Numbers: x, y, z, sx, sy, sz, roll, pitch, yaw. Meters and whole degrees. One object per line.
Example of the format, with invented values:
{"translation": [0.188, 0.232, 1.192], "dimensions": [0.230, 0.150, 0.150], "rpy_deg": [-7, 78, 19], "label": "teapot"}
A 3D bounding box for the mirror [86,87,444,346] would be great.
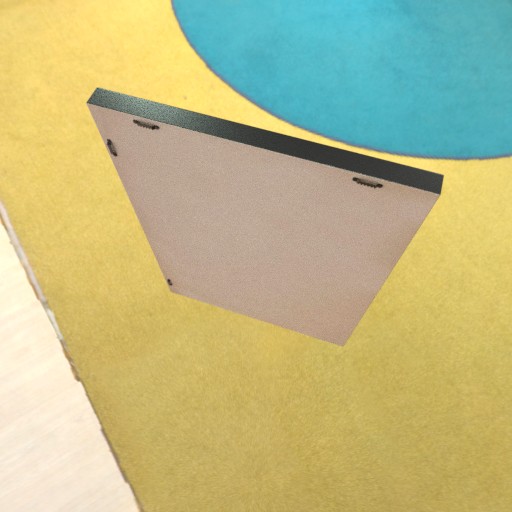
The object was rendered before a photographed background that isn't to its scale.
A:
{"translation": [0.000, 0.000, 0.925], "dimensions": [0.507, 0.710, 0.039], "rpy_deg": [17, 64, 8], "label": "mirror"}
